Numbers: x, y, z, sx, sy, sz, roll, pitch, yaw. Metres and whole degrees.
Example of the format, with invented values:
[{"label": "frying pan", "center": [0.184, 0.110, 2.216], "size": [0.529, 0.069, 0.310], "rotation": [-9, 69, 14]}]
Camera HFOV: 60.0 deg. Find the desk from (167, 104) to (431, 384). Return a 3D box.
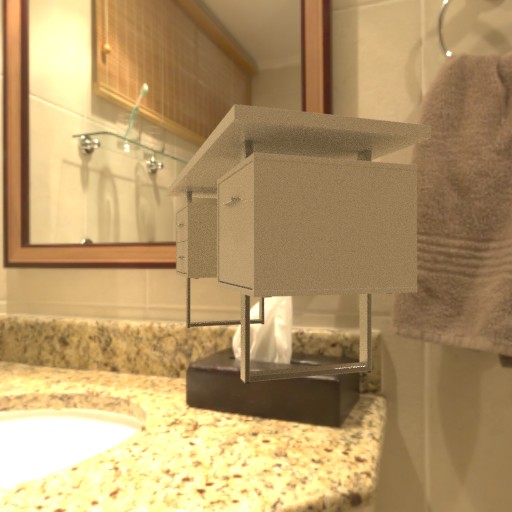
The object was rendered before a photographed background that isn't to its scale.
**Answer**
[{"label": "desk", "center": [0.000, 0.000, 1.949], "size": [0.603, 0.773, 1.530], "rotation": [0, 0, -18]}]
